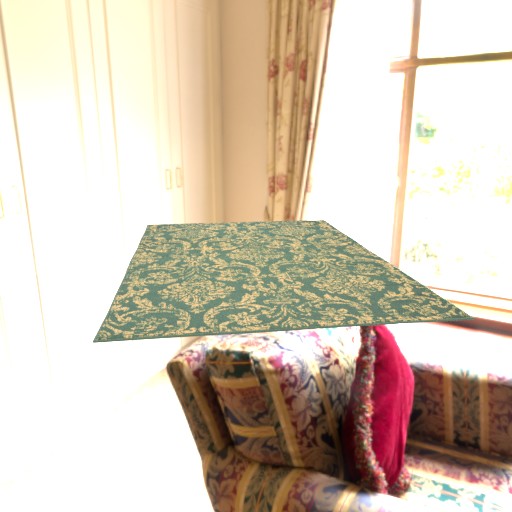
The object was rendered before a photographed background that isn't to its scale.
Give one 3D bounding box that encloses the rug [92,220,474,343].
[{"bbox_3d":[0.000,0.000,2.814,1.554,0.012,2.205,-2,16,-8],"label":"rug"}]
